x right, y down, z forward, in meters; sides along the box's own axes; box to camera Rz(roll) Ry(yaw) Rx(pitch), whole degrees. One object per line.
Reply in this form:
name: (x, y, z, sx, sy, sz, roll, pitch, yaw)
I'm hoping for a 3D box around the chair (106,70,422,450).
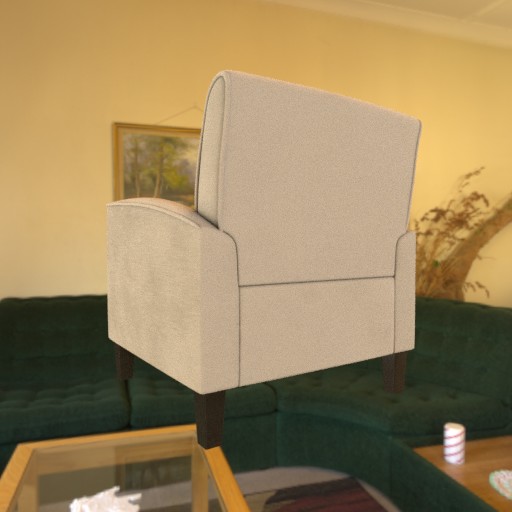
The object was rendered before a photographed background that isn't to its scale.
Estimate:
chair: (0.000, 0.000, 1.547, 0.820, 0.915, 0.821, -1, 2, -34)
